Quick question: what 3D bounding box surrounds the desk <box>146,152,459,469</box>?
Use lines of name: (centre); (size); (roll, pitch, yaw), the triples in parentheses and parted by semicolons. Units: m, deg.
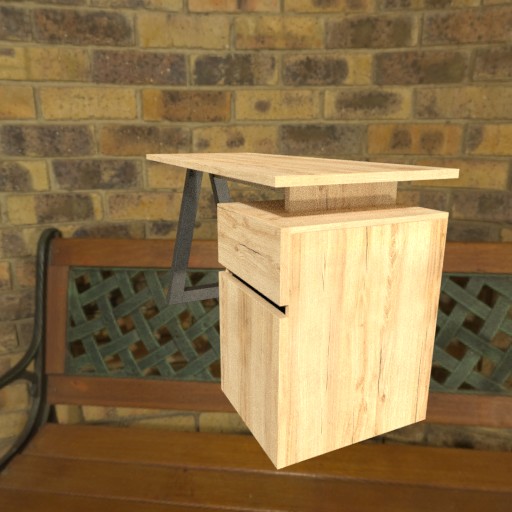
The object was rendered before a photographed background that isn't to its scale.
desk: (0.000, 0.000, 1.783); (0.550, 0.760, 1.400); (-7, 16, -24)
